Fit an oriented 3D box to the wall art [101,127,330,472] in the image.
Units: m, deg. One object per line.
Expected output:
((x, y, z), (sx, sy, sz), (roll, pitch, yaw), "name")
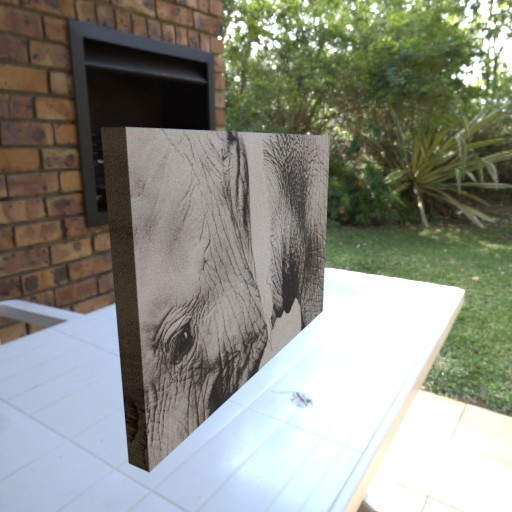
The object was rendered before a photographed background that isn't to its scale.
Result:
((0.000, 0.000, 0.762), (0.035, 0.407, 0.613), (8, 16, 27), "wall art")
